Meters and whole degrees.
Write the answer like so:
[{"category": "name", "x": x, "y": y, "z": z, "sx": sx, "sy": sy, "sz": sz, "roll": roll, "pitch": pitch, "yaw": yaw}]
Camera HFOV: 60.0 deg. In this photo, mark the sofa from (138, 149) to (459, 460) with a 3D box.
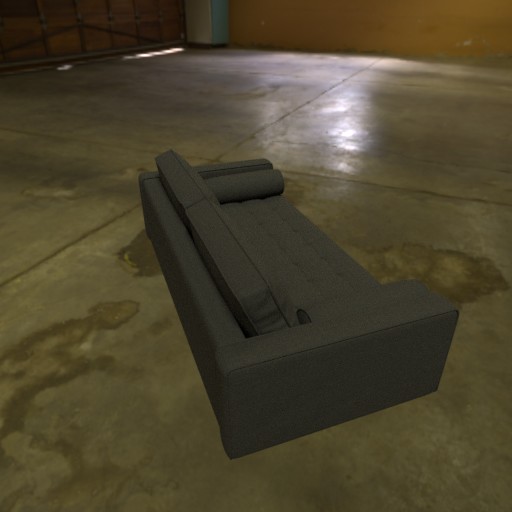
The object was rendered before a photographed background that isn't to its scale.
[{"category": "sofa", "x": 0.000, "y": 0.000, "z": 2.302, "sx": 0.914, "sy": 0.759, "sz": 1.875, "roll": -11, "pitch": 32, "yaw": -18}]
